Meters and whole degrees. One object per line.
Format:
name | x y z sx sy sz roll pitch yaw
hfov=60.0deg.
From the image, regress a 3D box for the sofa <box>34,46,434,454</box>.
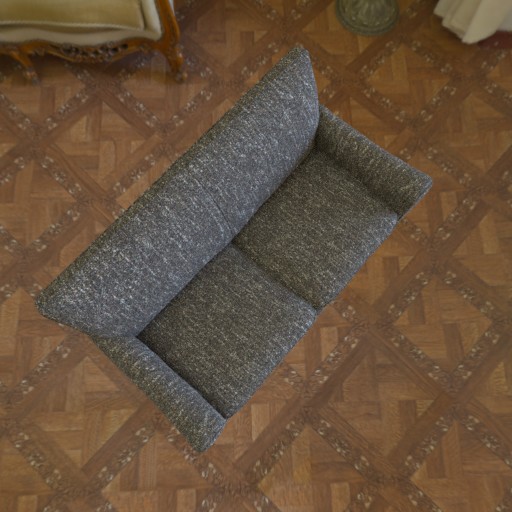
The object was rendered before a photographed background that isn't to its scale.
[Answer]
sofa | 0.000 0.000 2.040 0.801 0.946 1.519 41 79 10
